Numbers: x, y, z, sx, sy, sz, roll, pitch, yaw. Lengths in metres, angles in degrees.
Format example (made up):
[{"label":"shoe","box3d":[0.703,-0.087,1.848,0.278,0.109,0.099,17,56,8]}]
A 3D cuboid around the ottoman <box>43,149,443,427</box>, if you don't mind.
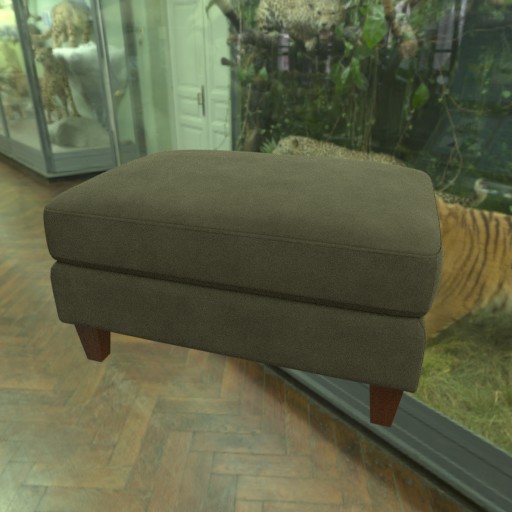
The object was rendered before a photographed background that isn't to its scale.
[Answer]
[{"label":"ottoman","box3d":[0.000,0.000,1.178,0.864,0.483,0.584,8,26,16]}]
